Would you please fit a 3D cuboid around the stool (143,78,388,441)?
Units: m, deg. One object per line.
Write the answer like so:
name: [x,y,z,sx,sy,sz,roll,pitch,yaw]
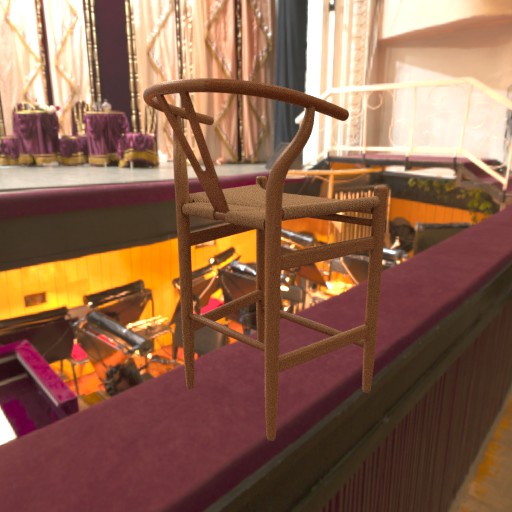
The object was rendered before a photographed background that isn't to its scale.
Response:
stool: [0.000,0.000,1.306,0.536,0.923,0.575,14,21,43]
